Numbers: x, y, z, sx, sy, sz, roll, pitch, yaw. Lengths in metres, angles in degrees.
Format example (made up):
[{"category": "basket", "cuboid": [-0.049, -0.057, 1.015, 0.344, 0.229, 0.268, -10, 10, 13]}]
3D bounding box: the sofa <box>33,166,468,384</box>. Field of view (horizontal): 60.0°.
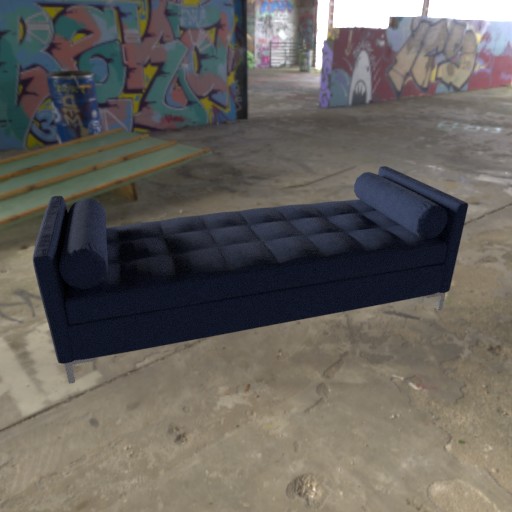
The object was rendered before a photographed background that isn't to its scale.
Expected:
[{"category": "sofa", "cuboid": [0.000, 0.000, 2.470, 2.102, 0.657, 0.797, -8, 28, -16]}]
